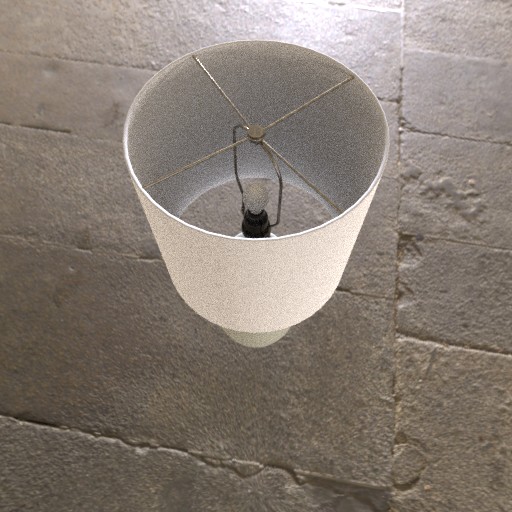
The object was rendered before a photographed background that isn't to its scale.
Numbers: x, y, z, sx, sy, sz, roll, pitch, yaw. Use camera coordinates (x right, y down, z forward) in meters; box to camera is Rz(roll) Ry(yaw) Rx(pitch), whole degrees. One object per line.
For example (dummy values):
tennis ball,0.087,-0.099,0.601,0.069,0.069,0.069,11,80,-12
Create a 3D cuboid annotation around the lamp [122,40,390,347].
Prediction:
lamp,0.000,0.000,0.562,0.217,0.453,0.217,-32,67,-16
